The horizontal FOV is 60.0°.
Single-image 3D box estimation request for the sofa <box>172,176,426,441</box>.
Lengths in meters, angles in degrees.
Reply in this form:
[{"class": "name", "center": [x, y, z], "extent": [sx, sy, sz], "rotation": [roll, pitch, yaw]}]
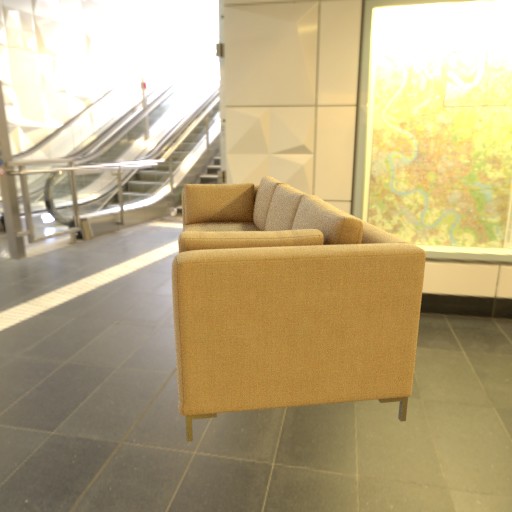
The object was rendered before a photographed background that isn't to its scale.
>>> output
[{"class": "sofa", "center": [0.000, 0.000, 2.852], "extent": [0.969, 0.867, 2.415], "rotation": [-2, 15, -8]}]
